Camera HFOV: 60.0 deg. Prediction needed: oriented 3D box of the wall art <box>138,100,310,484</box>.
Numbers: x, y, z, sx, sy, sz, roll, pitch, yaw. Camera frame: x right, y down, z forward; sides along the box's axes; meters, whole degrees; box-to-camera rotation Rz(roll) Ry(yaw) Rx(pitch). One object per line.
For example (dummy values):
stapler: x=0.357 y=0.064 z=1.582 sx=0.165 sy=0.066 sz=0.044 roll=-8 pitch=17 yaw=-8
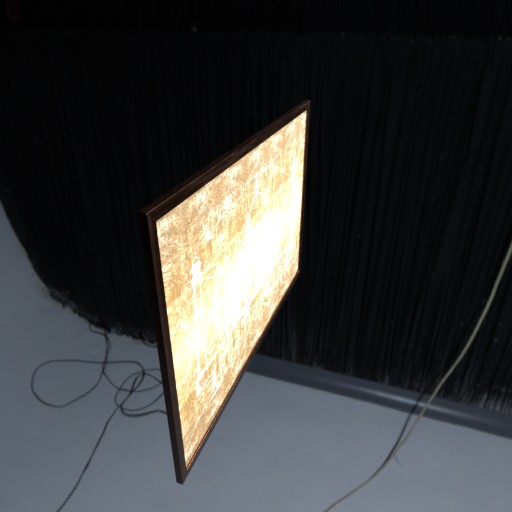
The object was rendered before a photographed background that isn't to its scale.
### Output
wall art: x=0.000 y=0.000 z=1.033 sx=0.014 sy=0.559 sz=0.816 roll=11 pitch=31 yaw=18
